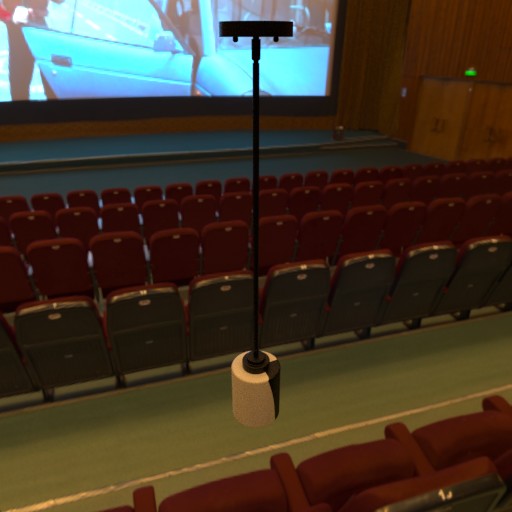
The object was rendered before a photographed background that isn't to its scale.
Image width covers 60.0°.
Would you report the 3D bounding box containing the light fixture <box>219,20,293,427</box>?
[{"bbox_3d":[0.000,0.000,0.923,0.123,0.863,0.123,-8,28,-16],"label":"light fixture"}]
